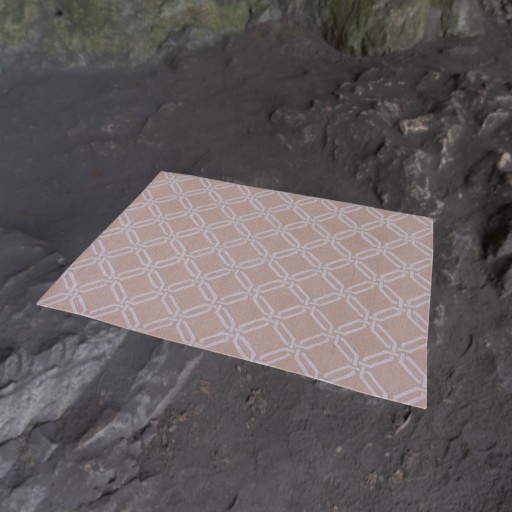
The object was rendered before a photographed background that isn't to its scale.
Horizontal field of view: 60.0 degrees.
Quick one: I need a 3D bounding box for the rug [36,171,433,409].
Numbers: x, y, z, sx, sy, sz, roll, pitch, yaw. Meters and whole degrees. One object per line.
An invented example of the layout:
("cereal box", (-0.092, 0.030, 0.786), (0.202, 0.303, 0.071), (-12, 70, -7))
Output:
("rug", (0.000, 0.000, 4.429), (3.365, 0.020, 2.452), (12, 42, 13))
